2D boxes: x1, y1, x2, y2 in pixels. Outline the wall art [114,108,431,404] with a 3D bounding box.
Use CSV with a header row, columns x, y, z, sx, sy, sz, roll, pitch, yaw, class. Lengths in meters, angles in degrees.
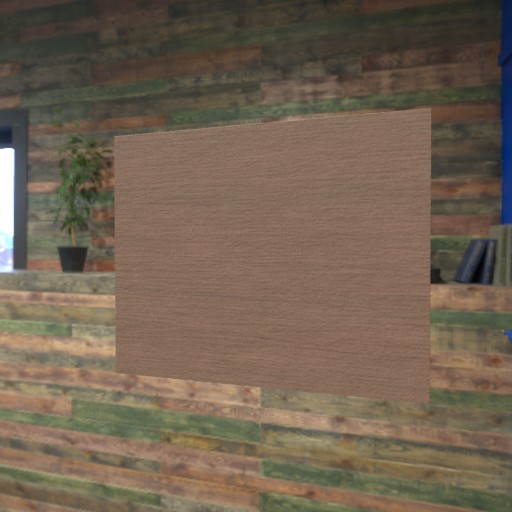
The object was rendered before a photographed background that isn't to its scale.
x,y,z,sx,sy,sz,roll,pitch,yaw,class
0.000,0.000,0.692,0.508,0.408,0.010,0,1,18,wall art
